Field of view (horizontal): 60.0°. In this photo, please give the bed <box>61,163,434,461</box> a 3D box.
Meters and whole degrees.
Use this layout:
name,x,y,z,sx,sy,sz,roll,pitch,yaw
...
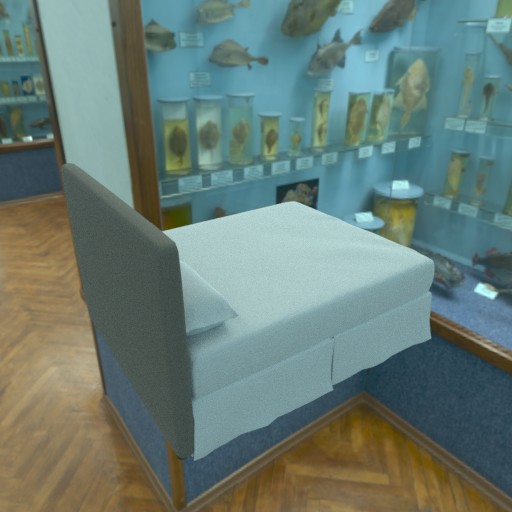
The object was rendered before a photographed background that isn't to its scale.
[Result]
name,x,y,z,sx,sy,sz,roll,pitch,yaw
bed,0.000,0.000,3.235,2.142,1.330,1.748,-17,30,-31
